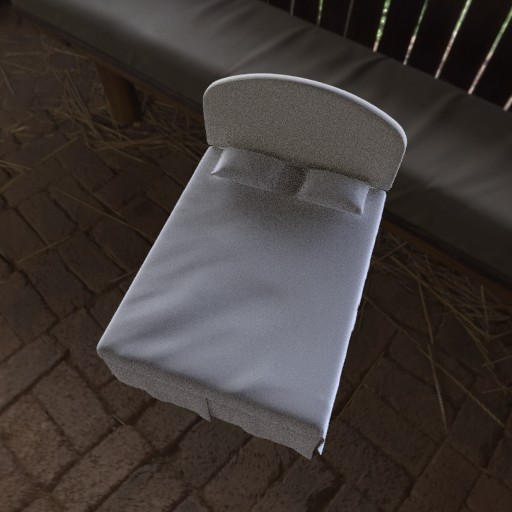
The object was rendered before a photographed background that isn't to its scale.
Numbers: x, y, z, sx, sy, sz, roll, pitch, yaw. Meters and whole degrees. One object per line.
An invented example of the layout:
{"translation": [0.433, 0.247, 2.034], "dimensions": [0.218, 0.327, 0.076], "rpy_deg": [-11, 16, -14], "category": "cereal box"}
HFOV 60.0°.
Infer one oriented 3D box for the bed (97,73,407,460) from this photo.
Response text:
{"translation": [0.000, 0.000, 3.027], "dimensions": [1.607, 1.410, 2.005], "rpy_deg": [17, 60, 10], "category": "bed"}
